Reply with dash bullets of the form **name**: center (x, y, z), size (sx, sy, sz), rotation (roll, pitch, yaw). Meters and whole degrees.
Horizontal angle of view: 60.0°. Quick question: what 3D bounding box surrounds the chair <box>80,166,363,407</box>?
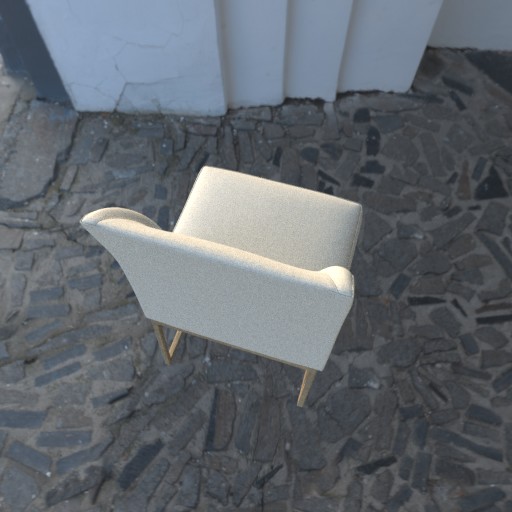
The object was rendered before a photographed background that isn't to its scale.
- **chair**: center (0.000, 0.000, 1.194), size (0.508, 0.863, 0.522), rotation (15, 63, 8)
